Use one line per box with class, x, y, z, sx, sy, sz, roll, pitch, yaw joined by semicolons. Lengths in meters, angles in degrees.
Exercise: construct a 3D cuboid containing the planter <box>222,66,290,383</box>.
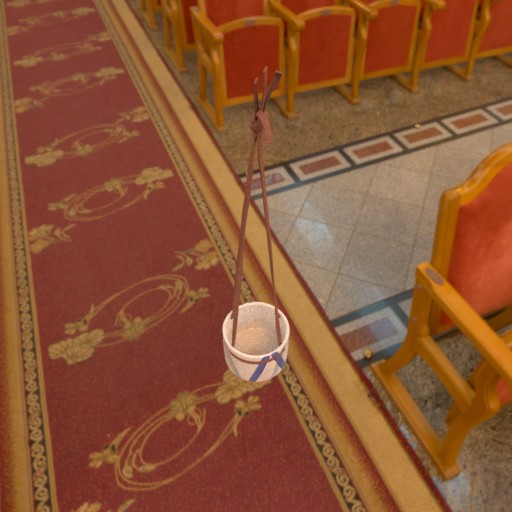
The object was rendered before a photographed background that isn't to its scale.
planter;0.000;0.000;0.830;0.153;0.753;0.157;-17;49;-15
